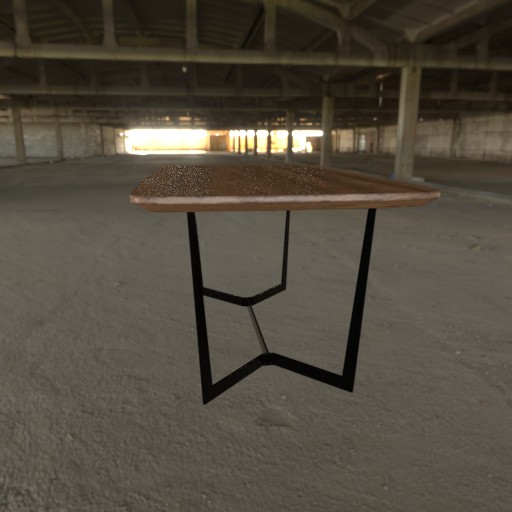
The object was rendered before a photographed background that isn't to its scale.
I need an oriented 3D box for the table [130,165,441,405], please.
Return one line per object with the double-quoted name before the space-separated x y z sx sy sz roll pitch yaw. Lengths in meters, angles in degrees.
"table" 0.000 0.000 2.106 0.949 0.765 1.643 -2 15 -8
